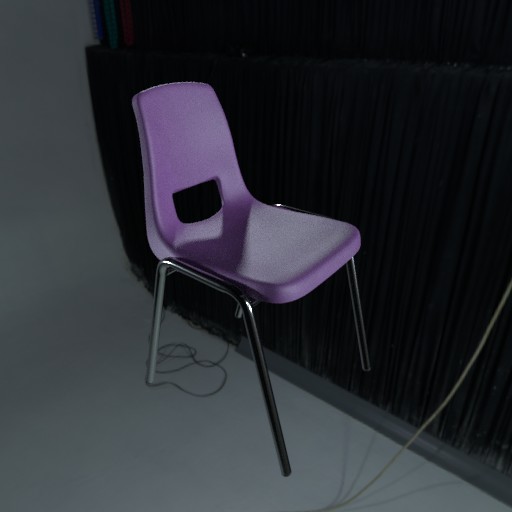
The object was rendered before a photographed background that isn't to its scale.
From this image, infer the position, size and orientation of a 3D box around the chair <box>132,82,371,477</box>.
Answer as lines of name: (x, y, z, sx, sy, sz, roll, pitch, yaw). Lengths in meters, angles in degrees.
chair: (0.000, 0.000, 0.929, 0.432, 0.654, 0.381, 19, 32, 32)
